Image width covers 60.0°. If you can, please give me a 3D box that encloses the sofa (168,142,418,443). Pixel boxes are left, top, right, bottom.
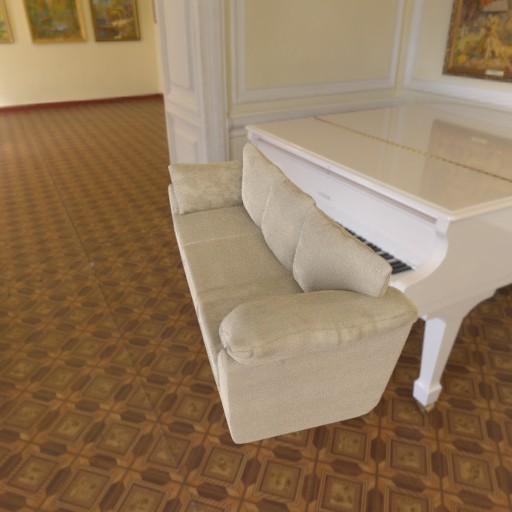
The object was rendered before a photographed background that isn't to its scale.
[{"bbox_3d":[0.000,0.000,2.876,0.893,0.981,2.377,-8,30,-14],"label":"sofa"}]
